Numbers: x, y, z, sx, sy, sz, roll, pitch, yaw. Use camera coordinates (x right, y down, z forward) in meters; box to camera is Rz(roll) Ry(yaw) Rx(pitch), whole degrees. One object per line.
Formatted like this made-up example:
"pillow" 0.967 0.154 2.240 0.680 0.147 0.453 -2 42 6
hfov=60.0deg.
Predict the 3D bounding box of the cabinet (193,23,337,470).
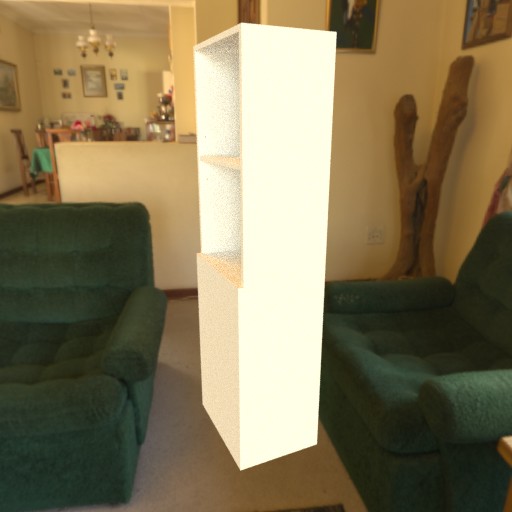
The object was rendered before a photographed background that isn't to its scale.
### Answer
"cabinet" 0.000 0.000 1.519 0.300 1.350 0.400 -8 18 -24
